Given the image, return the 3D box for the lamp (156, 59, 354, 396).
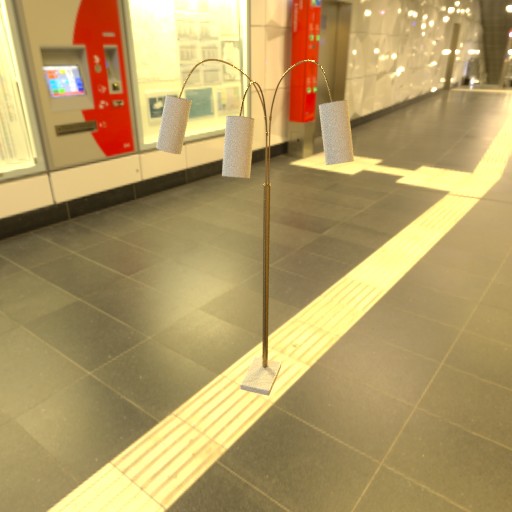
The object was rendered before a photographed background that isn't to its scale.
[{"bbox_3d":[0.000,0.000,2.537,1.020,2.055,0.667,8,26,16],"label":"lamp"}]
